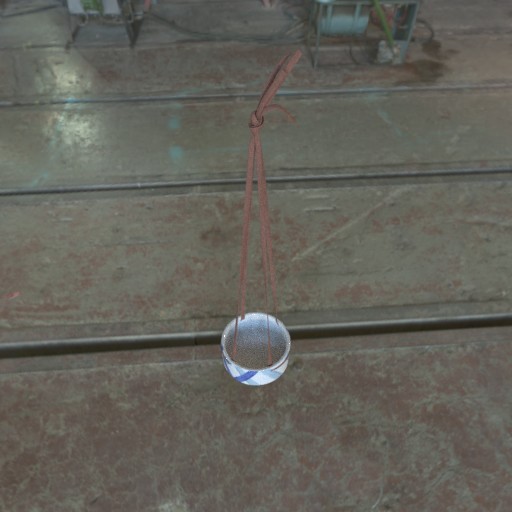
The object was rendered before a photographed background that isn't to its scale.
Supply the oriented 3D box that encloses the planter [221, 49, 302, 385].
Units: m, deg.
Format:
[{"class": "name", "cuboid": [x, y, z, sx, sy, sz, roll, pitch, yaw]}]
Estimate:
[{"class": "planter", "cuboid": [0.000, 0.000, 0.825, 0.166, 0.751, 0.166, 32, 55, 26]}]
